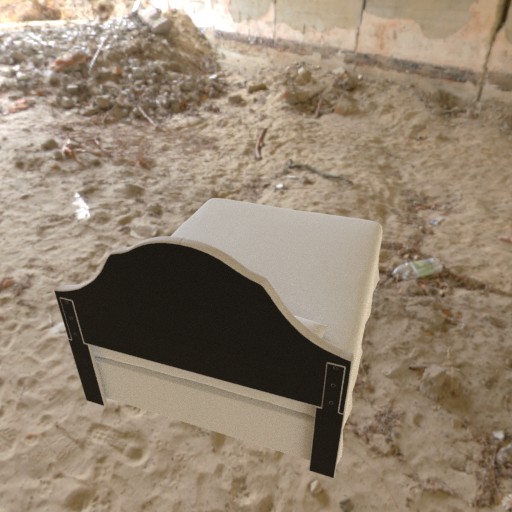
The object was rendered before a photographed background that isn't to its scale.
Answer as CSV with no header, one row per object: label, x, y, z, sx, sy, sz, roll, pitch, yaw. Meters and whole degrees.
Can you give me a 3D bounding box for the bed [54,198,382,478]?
bed,0.000,0.000,3.764,2.039,1.617,2.477,10,33,16
